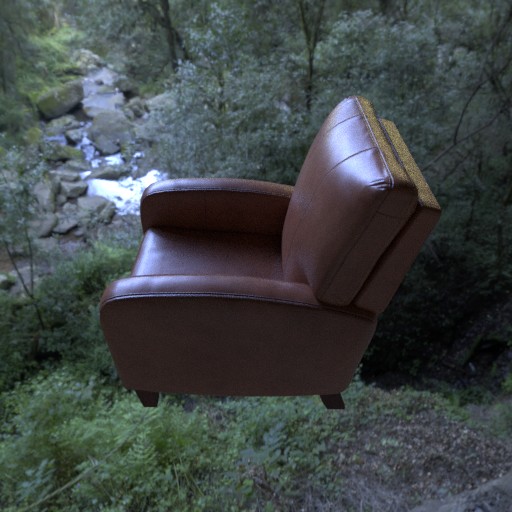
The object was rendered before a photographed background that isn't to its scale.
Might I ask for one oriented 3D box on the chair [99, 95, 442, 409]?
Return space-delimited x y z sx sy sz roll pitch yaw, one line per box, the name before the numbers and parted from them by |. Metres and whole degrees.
chair | 0.000 0.000 1.647 0.990 0.990 0.762 0 40 1
